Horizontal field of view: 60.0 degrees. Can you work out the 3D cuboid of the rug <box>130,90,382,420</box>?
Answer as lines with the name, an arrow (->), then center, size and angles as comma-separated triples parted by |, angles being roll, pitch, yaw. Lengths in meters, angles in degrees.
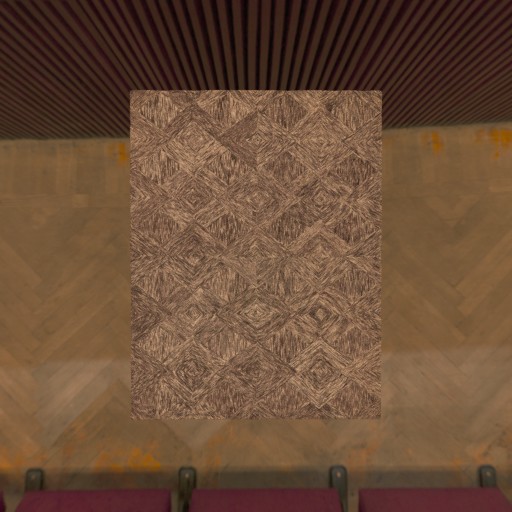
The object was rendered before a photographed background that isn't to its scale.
rug -> 0.000, 0.000, 4.309 | 2.448, 0.017, 3.204 | 0, 91, 0
